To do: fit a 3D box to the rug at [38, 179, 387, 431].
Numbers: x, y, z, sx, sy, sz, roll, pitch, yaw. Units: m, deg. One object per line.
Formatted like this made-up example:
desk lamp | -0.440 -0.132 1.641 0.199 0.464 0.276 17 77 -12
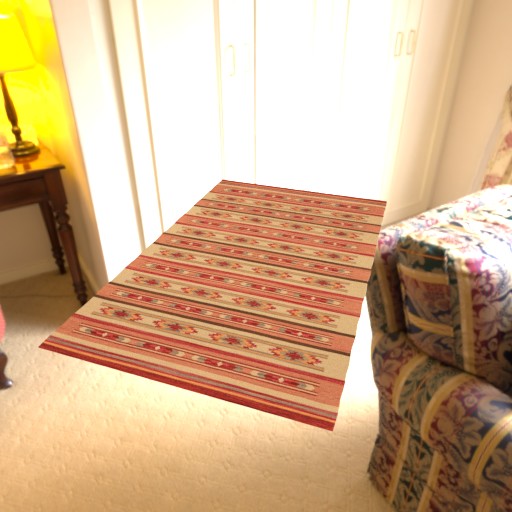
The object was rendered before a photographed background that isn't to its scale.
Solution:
rug | 0.000 0.000 3.038 1.535 0.010 2.431 10 33 16
